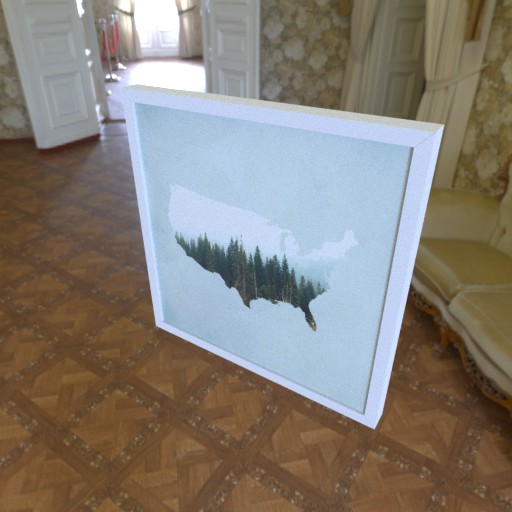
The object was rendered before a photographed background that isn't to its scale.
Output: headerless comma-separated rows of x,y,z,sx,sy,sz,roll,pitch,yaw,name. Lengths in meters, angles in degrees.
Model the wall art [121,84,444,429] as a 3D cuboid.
0.000,0.000,0.456,0.304,0.304,0.024,18,35,28,wall art
